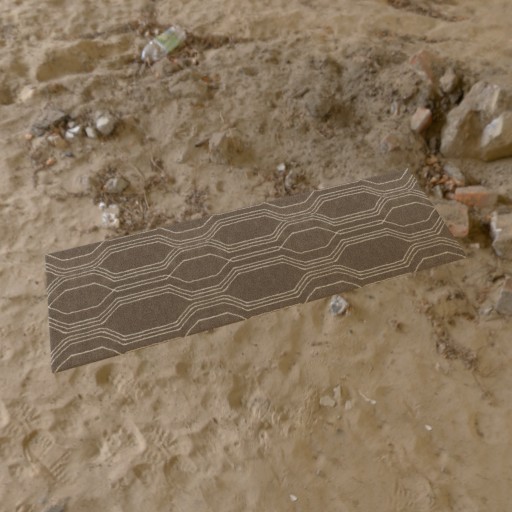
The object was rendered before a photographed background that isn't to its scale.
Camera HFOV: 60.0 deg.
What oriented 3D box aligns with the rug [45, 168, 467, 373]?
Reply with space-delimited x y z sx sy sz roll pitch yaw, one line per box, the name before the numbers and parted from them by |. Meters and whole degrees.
rug | 0.000 0.000 2.707 2.464 0.012 0.773 -14 59 -9
